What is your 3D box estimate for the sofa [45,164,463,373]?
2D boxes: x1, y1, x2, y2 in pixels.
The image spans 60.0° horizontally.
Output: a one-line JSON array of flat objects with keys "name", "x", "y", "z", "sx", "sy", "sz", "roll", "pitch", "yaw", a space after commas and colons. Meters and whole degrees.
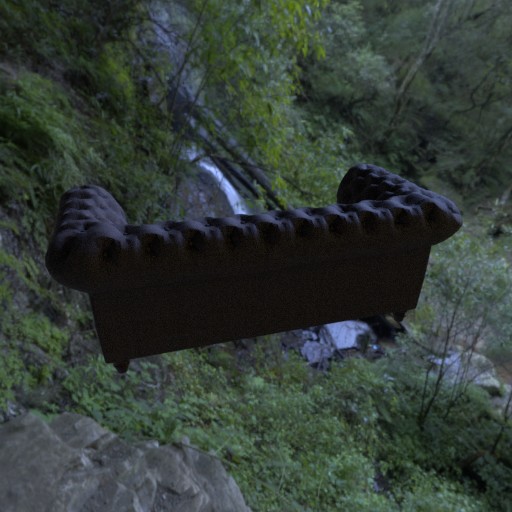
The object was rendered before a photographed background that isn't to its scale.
[{"name": "sofa", "x": 0.000, "y": 0.000, "z": 2.502, "sx": 2.048, "sy": 0.780, "sz": 0.944, "roll": -7, "pitch": 26, "yaw": -15}]
